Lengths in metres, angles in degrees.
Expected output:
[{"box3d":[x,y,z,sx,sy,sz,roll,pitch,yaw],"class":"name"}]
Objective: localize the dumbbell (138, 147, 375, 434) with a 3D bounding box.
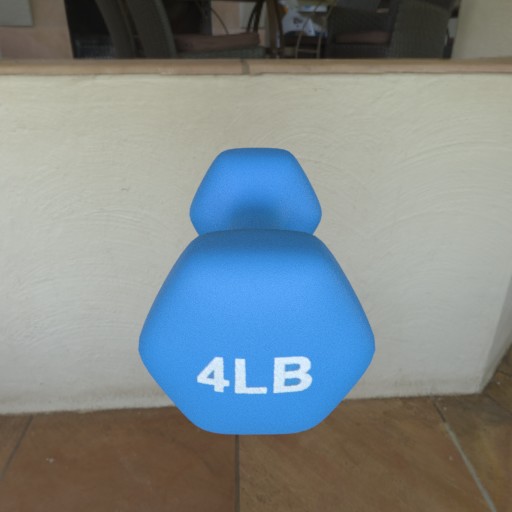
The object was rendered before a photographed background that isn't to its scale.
[{"box3d":[0.000,0.000,0.192,0.074,0.066,0.152,0,26,0],"class":"dumbbell"}]
